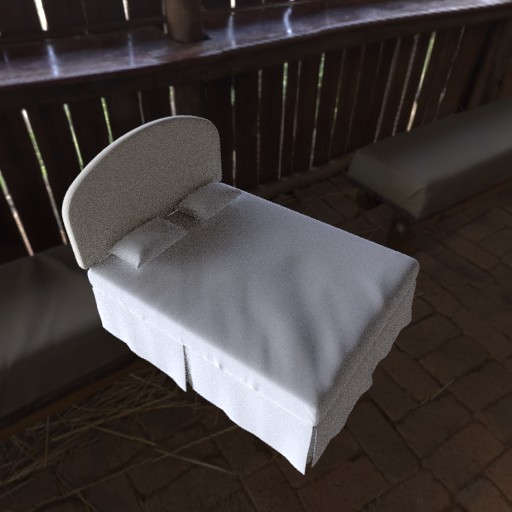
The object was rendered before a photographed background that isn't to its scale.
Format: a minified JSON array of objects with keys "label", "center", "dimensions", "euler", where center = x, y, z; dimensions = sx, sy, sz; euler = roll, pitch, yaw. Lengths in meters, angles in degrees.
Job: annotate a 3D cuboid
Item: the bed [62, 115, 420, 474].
[{"label":"bed","center":[0.000,0.000,3.112],"dimensions":[2.005,1.410,1.607],"euler":[25,46,27]}]
